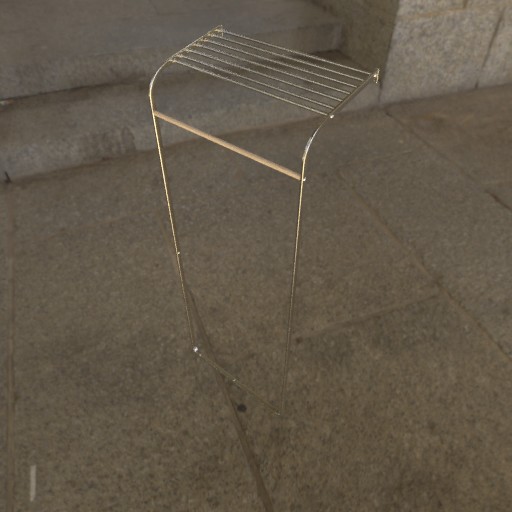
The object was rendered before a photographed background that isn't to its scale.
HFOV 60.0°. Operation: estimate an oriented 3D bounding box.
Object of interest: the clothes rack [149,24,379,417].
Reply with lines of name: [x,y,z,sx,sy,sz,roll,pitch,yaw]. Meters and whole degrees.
clothes rack: [0.000,0.000,1.828,0.609,1.574,0.349,30,52,27]
